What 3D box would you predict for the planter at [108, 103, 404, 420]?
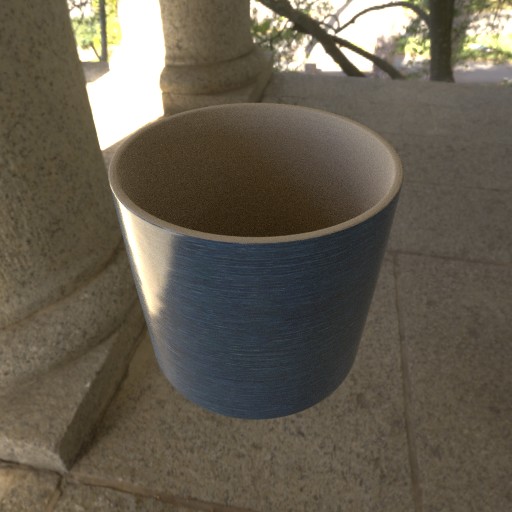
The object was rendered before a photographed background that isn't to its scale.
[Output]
[{"bbox_3d":[0.000,0.000,0.406,0.221,0.201,0.221,0,39,0],"label":"planter"}]
